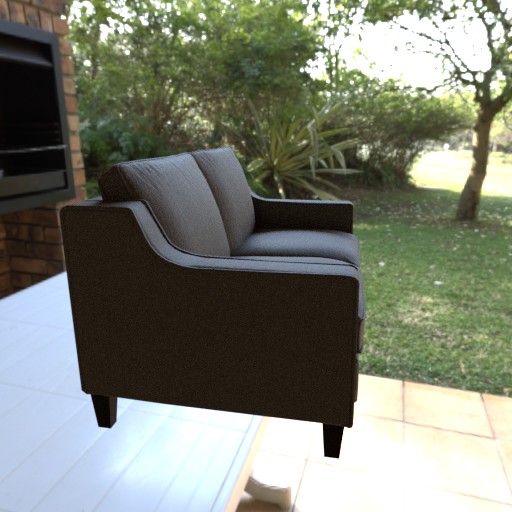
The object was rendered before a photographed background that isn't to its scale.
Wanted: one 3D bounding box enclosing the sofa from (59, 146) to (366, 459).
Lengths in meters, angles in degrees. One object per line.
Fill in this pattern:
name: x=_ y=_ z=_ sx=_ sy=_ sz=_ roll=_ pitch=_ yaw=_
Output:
sofa: x=0.000 y=0.000 z=2.109 sx=0.985 sy=0.981 sz=1.503 roll=3 pitch=16 yaw=11
